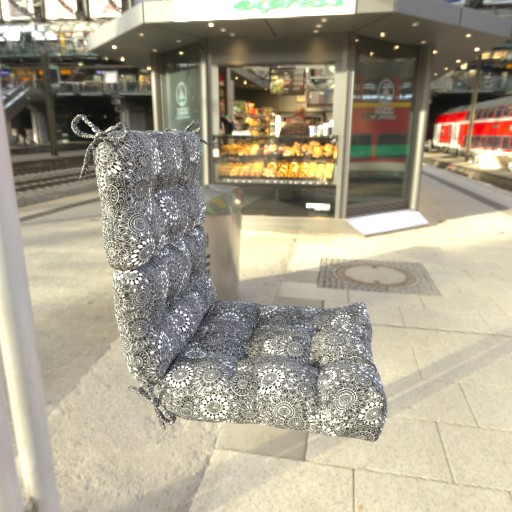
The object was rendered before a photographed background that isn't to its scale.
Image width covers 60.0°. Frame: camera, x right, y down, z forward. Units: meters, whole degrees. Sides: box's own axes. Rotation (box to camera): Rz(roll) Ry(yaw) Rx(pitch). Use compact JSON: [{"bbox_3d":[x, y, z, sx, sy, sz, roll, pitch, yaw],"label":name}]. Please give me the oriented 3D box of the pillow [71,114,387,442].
[{"bbox_3d":[0.000,0.000,1.009,0.571,0.605,0.519,3,16,9],"label":"pillow"}]
